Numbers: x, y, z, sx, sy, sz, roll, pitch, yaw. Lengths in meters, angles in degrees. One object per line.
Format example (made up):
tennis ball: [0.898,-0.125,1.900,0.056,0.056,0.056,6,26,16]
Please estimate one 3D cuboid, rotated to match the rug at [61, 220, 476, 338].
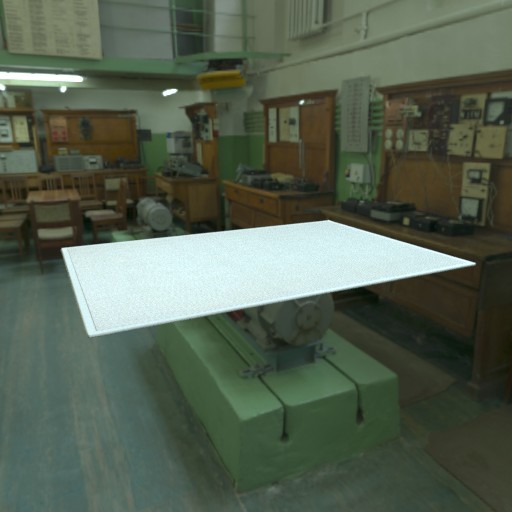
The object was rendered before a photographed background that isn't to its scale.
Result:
rug: [0.000,0.000,2.873,2.244,0.017,1.532,-8,17,-25]
